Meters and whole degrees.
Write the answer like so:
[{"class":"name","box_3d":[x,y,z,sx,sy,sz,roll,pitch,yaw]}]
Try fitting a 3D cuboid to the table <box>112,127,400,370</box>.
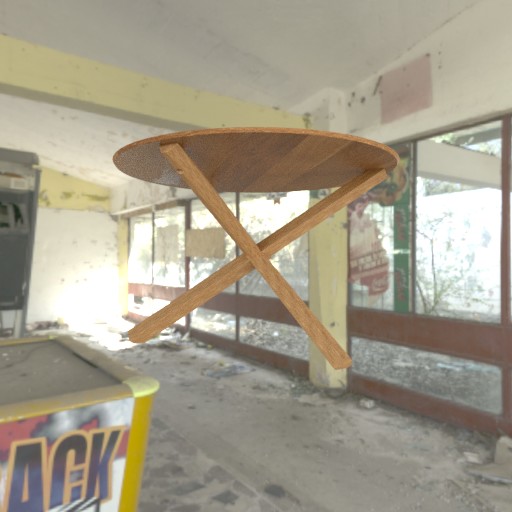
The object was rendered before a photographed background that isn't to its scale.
[{"class":"table","box_3d":[0.000,0.000,1.680,1.038,0.666,1.038,0,-1,0]}]
